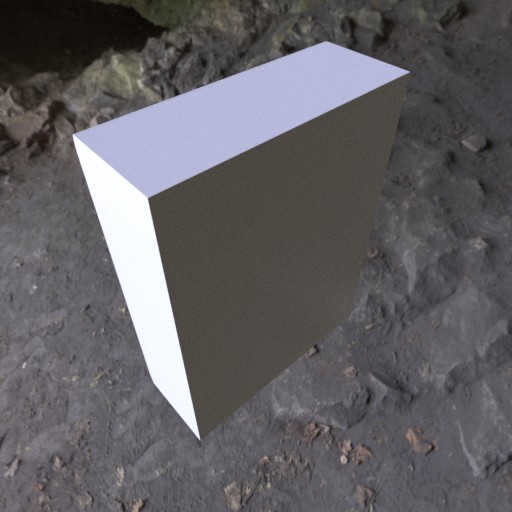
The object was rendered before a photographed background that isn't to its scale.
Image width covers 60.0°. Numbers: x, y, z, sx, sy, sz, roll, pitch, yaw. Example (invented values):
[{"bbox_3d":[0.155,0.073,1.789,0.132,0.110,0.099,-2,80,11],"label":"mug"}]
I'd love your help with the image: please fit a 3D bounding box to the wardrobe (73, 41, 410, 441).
[{"bbox_3d":[0.000,0.000,1.611,0.900,1.200,0.360,-33,54,-28],"label":"wardrobe"}]
